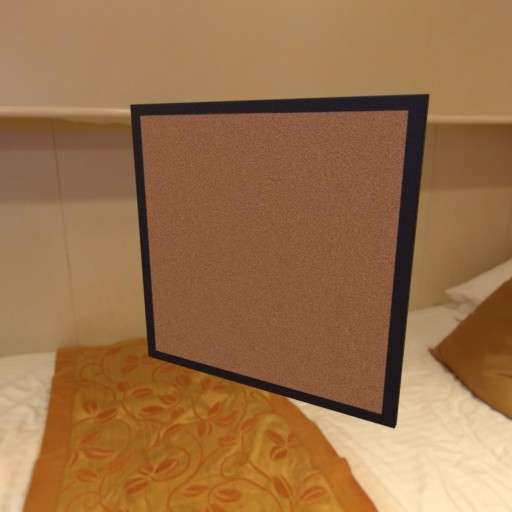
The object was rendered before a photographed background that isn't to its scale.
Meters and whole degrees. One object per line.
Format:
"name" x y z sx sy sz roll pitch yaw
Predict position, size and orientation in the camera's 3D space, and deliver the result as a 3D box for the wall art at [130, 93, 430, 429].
"wall art" 0.000 0.000 0.988 0.663 0.659 0.016 8 18 27
